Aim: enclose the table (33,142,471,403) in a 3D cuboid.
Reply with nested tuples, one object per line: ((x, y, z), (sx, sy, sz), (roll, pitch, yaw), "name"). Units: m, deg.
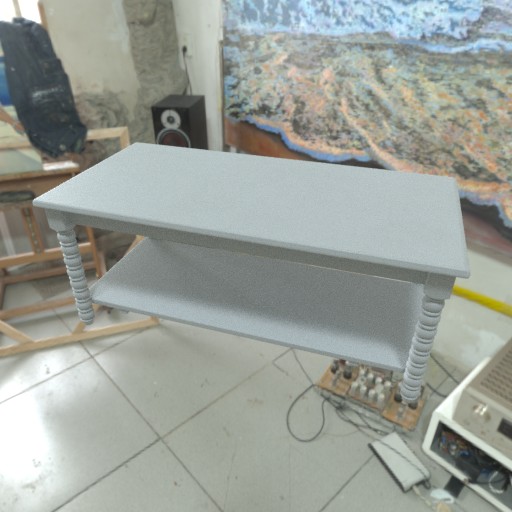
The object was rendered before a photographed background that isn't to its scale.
((0.000, 0.000, 1.473), (1.171, 0.487, 0.580), (10, 33, 15), "table")
